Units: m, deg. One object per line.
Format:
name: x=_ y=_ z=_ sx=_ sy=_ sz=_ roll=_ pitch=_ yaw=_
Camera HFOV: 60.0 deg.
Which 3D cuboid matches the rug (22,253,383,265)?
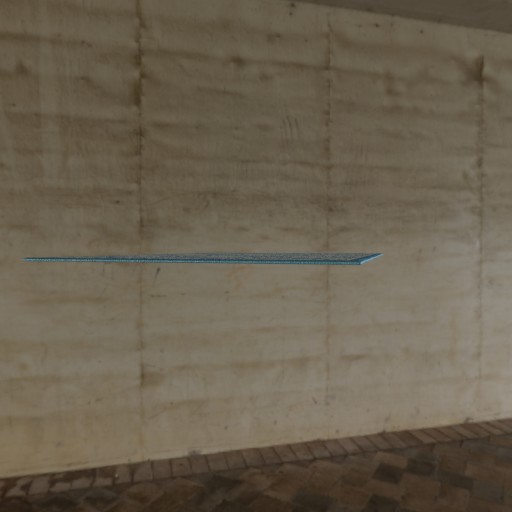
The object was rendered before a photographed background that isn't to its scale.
rug: x=0.000 y=0.000 z=2.303 sx=1.211 sy=0.012 sz=1.833 roll=0 pitch=1 yaw=18
